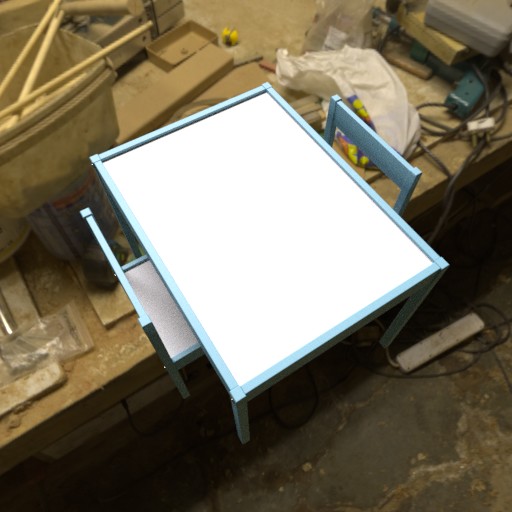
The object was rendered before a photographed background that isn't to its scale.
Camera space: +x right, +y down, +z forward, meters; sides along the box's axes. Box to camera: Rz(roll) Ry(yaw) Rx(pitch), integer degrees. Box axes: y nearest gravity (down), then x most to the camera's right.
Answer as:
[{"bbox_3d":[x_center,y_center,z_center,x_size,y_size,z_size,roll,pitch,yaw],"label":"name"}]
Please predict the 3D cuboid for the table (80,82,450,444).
[{"bbox_3d":[0.000,0.000,1.099,0.633,0.503,0.639,-29,63,-16],"label":"table"}]
